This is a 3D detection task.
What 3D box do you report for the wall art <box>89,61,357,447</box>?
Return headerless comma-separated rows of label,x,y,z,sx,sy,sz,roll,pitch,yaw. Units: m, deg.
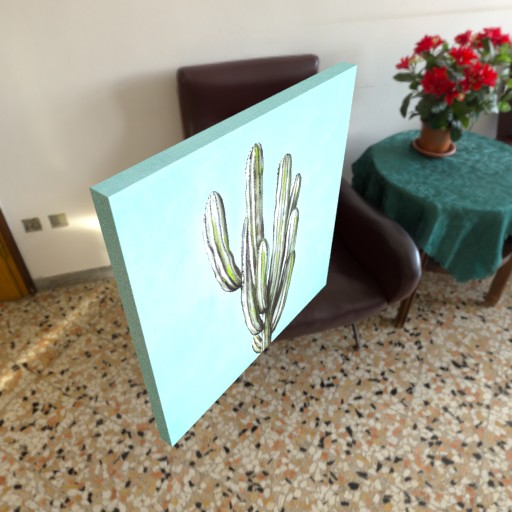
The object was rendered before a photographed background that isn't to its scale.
wall art,0.000,0.000,0.897,0.036,0.603,0.603,27,47,28
